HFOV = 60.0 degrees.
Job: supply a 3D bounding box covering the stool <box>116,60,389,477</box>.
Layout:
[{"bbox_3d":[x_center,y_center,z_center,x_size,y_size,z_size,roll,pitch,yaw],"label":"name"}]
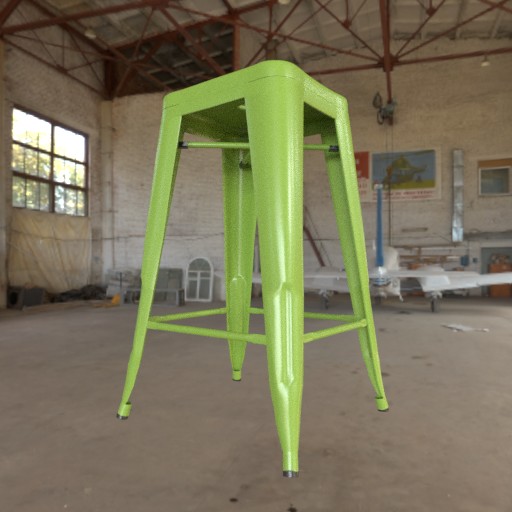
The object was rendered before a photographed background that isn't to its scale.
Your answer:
[{"bbox_3d":[0.000,0.000,0.855,0.398,0.609,0.358,-1,-1,37],"label":"stool"}]
